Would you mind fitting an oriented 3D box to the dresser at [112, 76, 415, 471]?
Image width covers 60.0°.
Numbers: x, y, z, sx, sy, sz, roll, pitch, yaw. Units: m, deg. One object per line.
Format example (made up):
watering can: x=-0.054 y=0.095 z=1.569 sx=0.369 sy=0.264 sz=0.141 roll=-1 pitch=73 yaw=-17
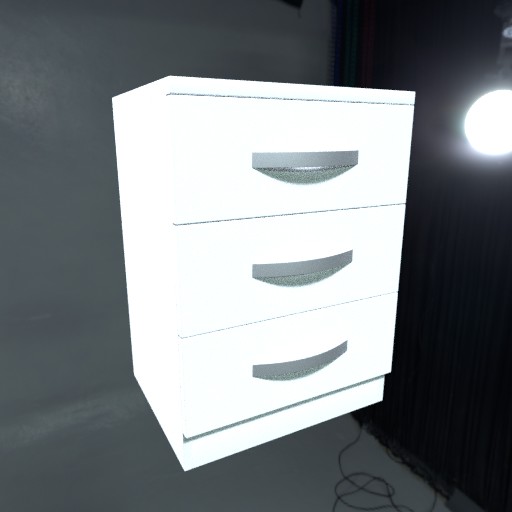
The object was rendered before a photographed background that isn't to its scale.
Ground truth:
dresser: x=0.000 y=0.000 z=0.815 sx=0.400 sy=0.560 sz=0.360 roll=-8 pitch=17 yaw=-27
